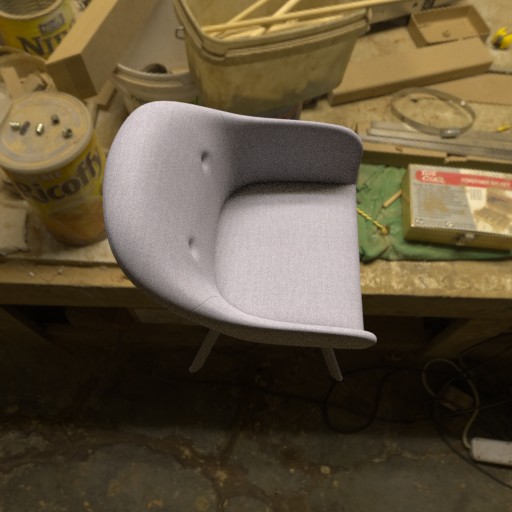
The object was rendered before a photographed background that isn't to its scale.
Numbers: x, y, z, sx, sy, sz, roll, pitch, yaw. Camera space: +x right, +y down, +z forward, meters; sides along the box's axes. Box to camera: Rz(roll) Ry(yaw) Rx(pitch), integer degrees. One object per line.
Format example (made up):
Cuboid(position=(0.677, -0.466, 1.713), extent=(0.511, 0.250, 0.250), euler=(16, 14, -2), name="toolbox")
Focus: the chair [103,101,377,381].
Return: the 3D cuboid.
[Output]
Cuboid(position=(0.000, 0.000, 1.162), extent=(0.570, 0.780, 0.540), euler=(3, 63, 1), name="chair")
